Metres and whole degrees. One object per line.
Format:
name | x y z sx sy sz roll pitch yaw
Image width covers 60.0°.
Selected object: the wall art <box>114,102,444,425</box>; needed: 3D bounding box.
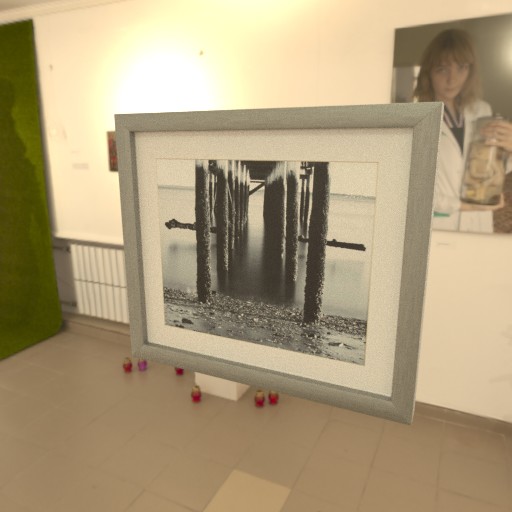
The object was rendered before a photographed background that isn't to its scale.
wall art | 0.000 0.000 0.525 0.380 0.330 0.028 7 15 24
